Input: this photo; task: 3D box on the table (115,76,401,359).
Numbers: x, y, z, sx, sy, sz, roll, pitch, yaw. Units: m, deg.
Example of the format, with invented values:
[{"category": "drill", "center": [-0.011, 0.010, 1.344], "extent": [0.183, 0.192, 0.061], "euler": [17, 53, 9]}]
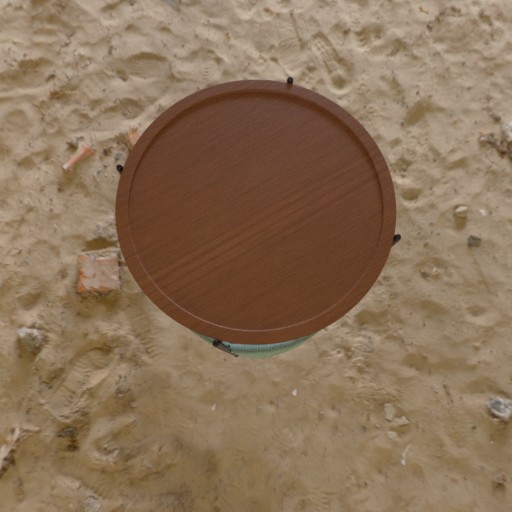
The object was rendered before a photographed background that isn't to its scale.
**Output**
[{"category": "table", "center": [0.000, 0.000, 0.907], "extent": [0.400, 0.623, 0.400], "euler": [-29, 78, -7]}]
